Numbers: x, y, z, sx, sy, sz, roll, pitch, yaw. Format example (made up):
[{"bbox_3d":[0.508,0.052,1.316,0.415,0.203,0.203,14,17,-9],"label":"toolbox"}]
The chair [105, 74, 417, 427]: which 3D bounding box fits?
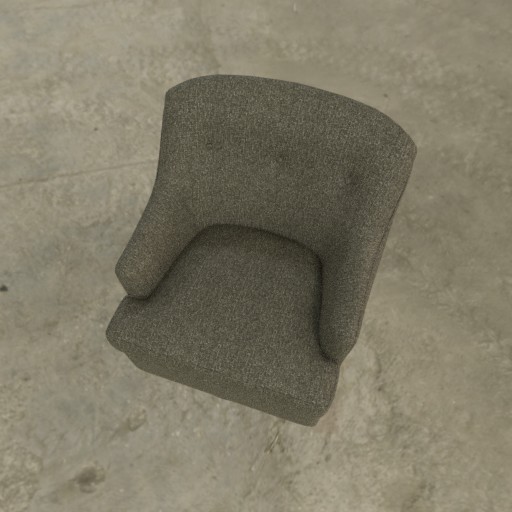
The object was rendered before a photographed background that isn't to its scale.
[{"bbox_3d":[0.000,0.000,1.614,0.864,0.856,0.923,16,60,9],"label":"chair"}]
